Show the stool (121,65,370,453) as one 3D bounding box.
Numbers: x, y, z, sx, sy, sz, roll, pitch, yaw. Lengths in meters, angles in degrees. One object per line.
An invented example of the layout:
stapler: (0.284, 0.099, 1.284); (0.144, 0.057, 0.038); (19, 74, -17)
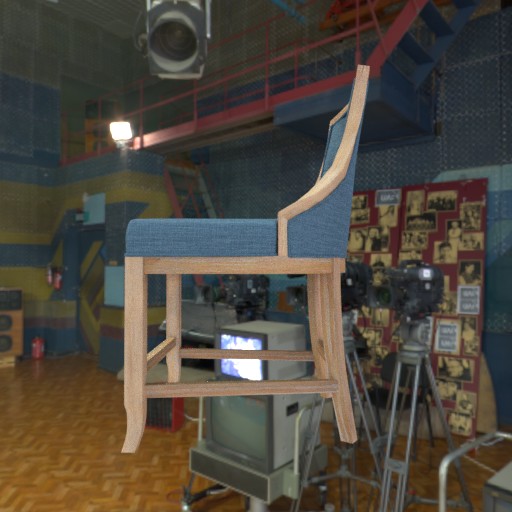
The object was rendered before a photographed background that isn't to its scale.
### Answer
stool: (0.000, 0.000, 1.304); (0.626, 0.938, 0.524); (0, -1, 1)
